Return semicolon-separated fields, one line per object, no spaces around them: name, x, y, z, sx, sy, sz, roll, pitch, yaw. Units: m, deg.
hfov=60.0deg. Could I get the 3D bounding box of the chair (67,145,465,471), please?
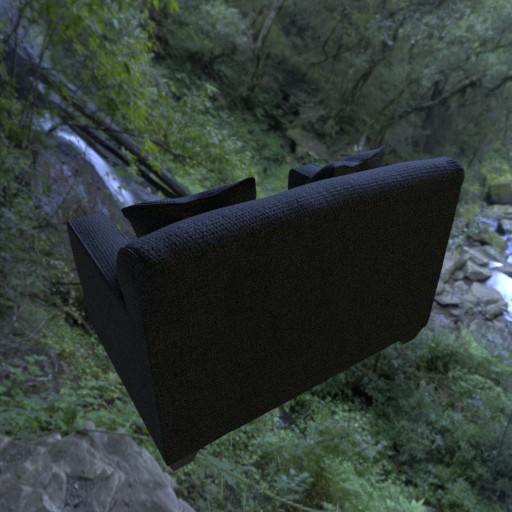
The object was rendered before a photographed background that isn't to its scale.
chair;0.000;0.000;1.982;1.383;0.948;1.000;-18;35;-28
